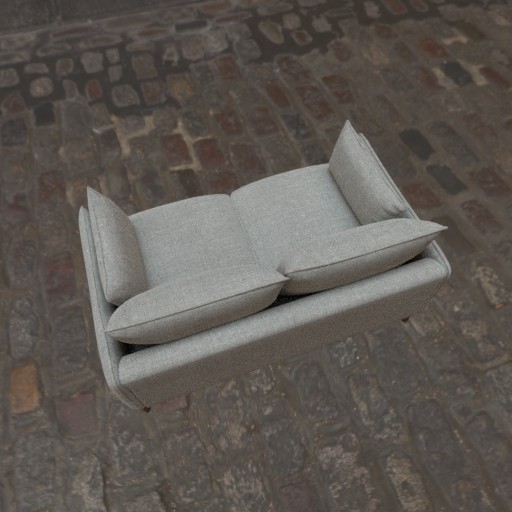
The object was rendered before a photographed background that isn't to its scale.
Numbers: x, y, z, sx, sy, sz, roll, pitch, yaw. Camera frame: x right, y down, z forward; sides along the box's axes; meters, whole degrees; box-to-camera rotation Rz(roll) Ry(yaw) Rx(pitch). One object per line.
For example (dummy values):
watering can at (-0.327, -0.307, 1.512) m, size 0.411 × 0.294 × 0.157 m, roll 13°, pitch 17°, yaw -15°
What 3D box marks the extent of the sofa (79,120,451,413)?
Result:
sofa at (0.000, 0.000, 2.197) m, size 1.580 × 0.851 × 0.972 m, roll -17°, pitch 60°, yaw -10°
